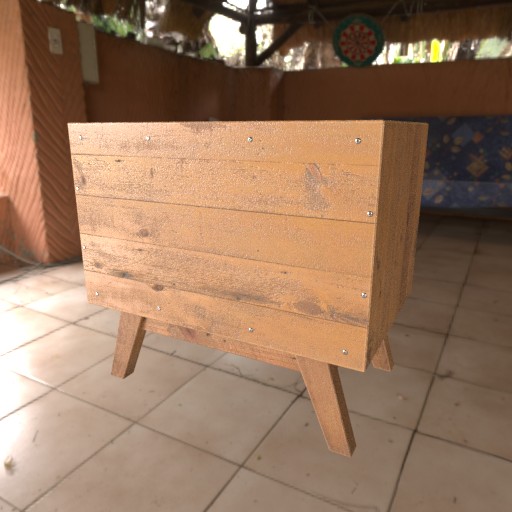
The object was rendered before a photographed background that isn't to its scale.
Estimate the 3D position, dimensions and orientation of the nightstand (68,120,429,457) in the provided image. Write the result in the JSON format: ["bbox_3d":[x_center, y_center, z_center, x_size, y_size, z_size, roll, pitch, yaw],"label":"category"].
[{"bbox_3d":[0.000,0.000,1.044,0.650,0.599,0.450,8,18,27],"label":"nightstand"}]
